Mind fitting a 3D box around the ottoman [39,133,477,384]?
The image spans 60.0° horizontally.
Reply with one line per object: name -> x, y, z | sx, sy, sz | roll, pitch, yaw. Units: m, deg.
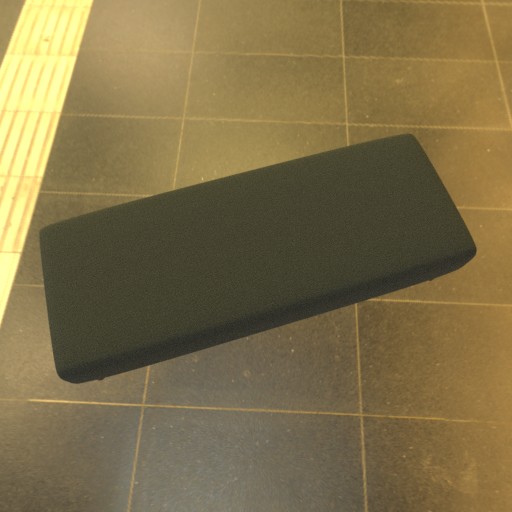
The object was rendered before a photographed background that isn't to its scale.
ottoman -> 0.000, 0.000, 1.862 | 1.609, 0.393, 0.646 | -16, 67, -7
